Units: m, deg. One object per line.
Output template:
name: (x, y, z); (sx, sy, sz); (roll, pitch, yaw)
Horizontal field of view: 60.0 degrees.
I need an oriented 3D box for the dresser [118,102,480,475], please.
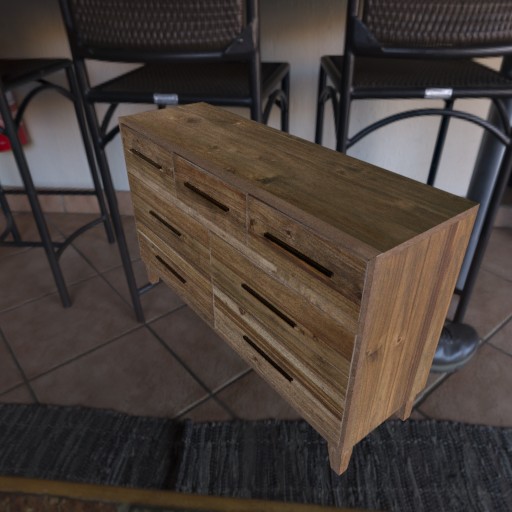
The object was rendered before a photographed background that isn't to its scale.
dresser: (0.000, 0.000, 1.782); (0.446, 0.873, 1.400); (-23, 39, -31)
